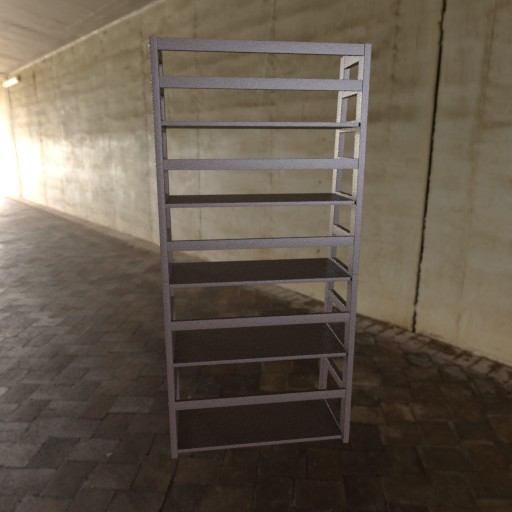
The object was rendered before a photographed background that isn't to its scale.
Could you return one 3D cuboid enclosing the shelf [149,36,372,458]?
[{"bbox_3d":[0.000,0.000,1.881,0.763,1.600,0.403,-2,14,-8],"label":"shelf"}]
